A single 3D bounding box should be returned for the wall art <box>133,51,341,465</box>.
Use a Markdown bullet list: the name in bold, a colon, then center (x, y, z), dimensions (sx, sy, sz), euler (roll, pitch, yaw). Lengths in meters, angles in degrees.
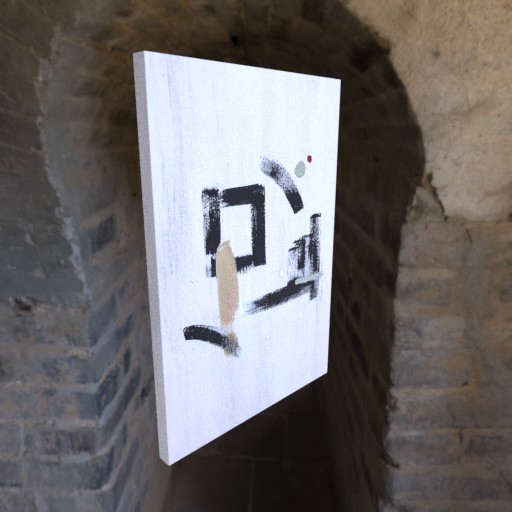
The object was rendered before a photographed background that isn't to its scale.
- **wall art**: center (0.000, 0.000, 1.165), dimensions (0.624, 0.914, 0.043), euler (-14, 21, -42)
